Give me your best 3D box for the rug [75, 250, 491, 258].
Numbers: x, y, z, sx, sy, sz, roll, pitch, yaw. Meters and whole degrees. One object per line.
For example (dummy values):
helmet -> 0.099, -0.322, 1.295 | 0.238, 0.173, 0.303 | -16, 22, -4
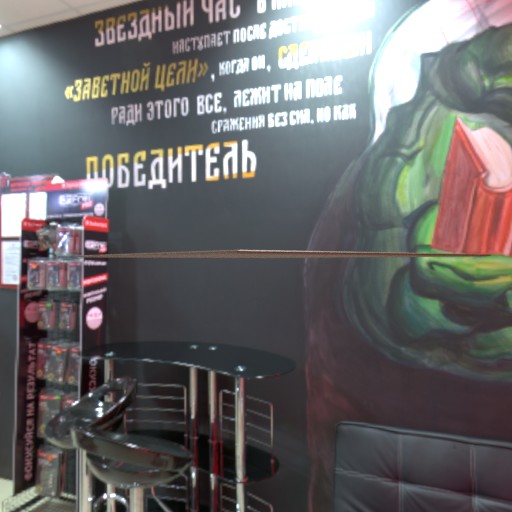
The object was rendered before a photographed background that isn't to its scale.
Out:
rug -> 0.000, 0.000, 4.028 | 2.413, 0.020, 3.041 | 0, -1, -36
